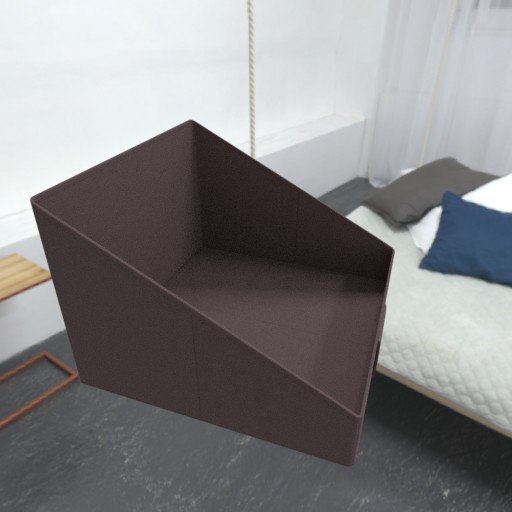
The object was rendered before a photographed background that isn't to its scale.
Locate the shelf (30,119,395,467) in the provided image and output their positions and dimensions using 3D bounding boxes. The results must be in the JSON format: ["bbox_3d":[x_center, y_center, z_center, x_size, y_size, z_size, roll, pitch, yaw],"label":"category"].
[{"bbox_3d":[0.000,0.000,0.489,0.292,0.210,0.292,11,32,17],"label":"shelf"}]
